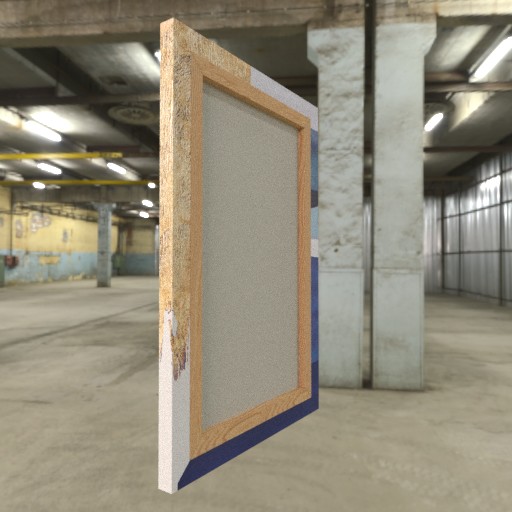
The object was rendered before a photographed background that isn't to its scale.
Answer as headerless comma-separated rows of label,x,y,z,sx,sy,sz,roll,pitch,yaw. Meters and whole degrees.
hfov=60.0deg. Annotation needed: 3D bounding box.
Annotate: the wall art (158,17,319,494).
wall art,0.000,0.000,1.106,0.039,0.911,0.607,-1,-1,35
